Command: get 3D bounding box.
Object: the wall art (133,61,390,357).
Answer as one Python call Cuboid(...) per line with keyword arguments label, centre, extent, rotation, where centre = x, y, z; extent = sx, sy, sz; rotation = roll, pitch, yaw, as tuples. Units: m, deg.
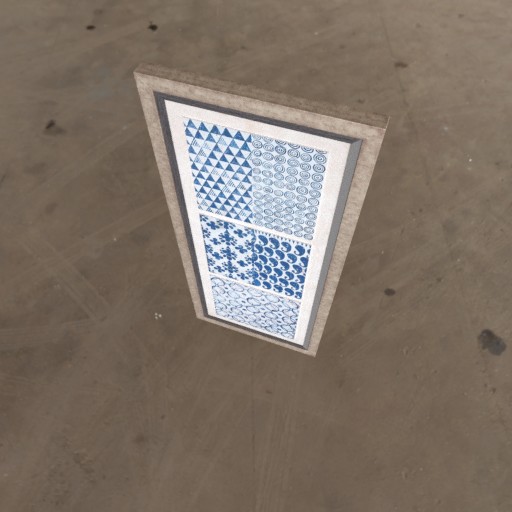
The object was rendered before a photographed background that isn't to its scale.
Cuboid(label="wall art", centre=(0.000, 0.000, 1.696), extent=(0.648, 1.461, 0.051), rotation=(16, 58, 10))
